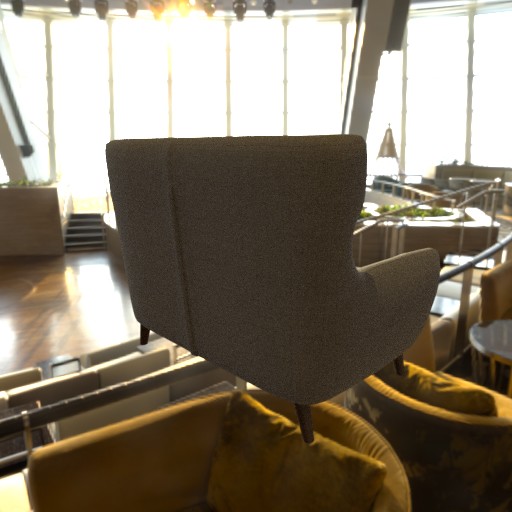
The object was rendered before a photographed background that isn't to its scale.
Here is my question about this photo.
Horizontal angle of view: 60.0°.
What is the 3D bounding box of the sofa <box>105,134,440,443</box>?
[{"bbox_3d":[0.000,0.000,1.991,0.884,1.028,1.386,-13,19,-43],"label":"sofa"}]
